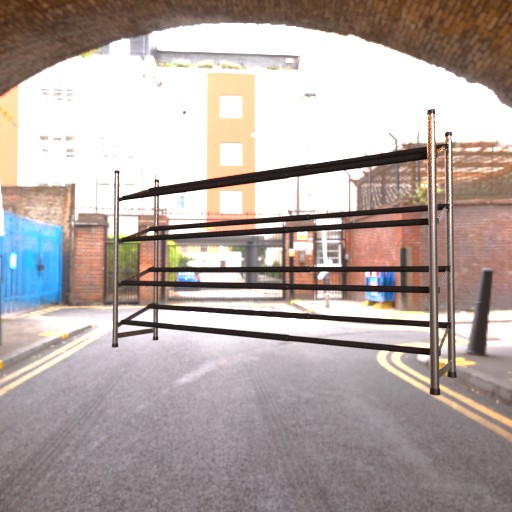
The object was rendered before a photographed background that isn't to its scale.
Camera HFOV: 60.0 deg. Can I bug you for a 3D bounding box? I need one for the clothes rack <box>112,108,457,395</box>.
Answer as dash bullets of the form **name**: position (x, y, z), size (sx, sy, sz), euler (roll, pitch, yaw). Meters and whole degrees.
- **clothes rack**: position (0.000, 0.000, 1.449), size (1.168, 0.672, 0.229), euler (-1, -2, 34)
